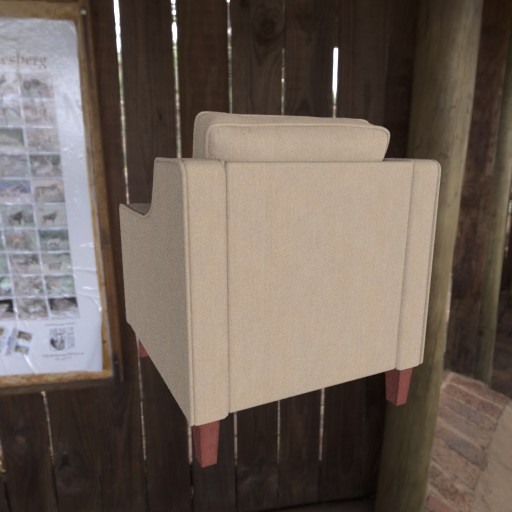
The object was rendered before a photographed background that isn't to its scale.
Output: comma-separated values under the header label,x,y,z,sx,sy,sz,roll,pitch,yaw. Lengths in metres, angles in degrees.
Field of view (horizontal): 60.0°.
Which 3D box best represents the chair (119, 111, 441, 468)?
label,x,y,z,sx,sy,sz,roll,pitch,yaw
chair,0.000,0.000,1.648,0.831,0.960,0.909,-6,14,-26
